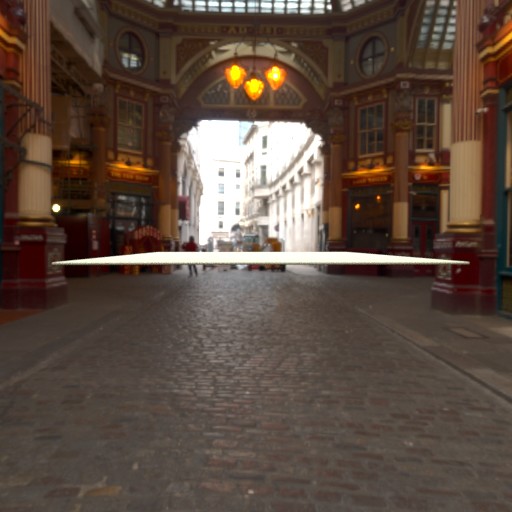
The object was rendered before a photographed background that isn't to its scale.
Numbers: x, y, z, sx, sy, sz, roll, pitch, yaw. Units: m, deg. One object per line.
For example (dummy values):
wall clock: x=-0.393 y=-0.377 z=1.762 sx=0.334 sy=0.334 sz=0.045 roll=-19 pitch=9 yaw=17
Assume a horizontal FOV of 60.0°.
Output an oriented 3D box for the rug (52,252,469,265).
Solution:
rug: x=0.000 y=0.000 z=4.179 sx=2.452 sy=0.016 sz=3.204 roll=0 pitch=2 yaw=-2
